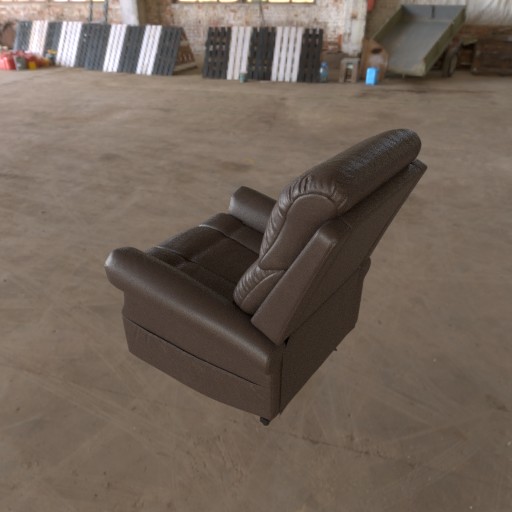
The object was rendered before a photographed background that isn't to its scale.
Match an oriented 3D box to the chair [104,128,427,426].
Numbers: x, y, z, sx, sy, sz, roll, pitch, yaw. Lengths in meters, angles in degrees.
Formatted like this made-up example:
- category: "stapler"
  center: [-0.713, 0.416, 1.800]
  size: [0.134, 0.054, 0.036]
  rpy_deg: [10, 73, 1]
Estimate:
- category: "chair"
  center: [0.000, 0.000, 1.732]
  size: [0.978, 1.028, 0.869]
  rpy_deg: [21, 37, 31]
